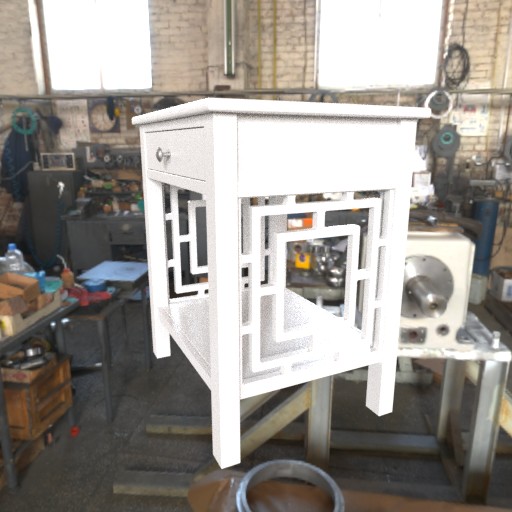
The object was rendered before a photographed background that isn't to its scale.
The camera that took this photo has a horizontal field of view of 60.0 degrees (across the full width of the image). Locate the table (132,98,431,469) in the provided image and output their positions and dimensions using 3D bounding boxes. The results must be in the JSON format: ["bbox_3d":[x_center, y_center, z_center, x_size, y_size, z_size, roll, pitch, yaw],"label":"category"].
[{"bbox_3d":[0.000,0.000,1.052,0.451,0.646,0.564,-7,16,-25],"label":"table"}]
